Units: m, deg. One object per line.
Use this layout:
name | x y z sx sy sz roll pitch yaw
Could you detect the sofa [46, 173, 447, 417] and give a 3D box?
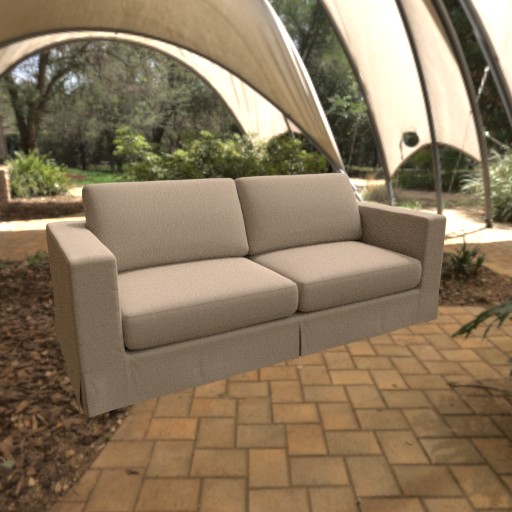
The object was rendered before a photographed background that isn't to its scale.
sofa | 0.000 0.000 2.601 2.163 0.881 0.954 -8 17 -28
